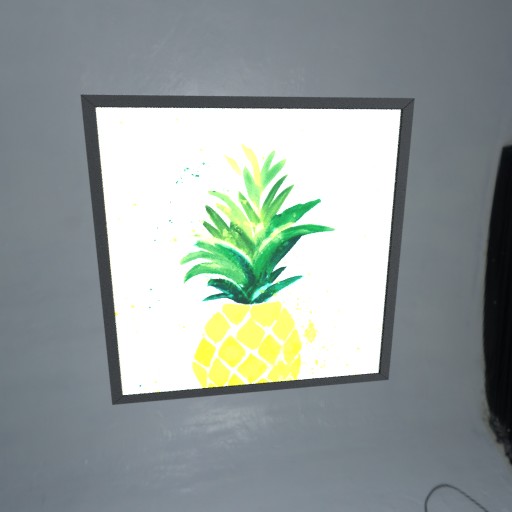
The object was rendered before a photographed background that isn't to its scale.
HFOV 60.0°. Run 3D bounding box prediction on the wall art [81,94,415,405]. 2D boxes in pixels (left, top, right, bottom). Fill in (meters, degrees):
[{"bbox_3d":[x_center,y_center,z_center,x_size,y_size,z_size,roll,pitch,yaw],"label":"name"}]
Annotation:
[{"bbox_3d":[0.000,0.000,1.122,0.762,0.760,0.037,-3,16,-9],"label":"wall art"}]
